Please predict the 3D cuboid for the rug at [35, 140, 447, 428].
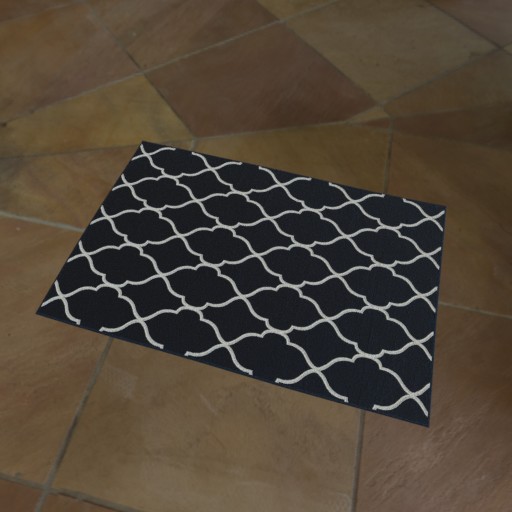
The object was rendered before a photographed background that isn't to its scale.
[{"bbox_3d":[0.000,0.000,2.831,2.290,0.014,1.526,14,58,9],"label":"rug"}]
